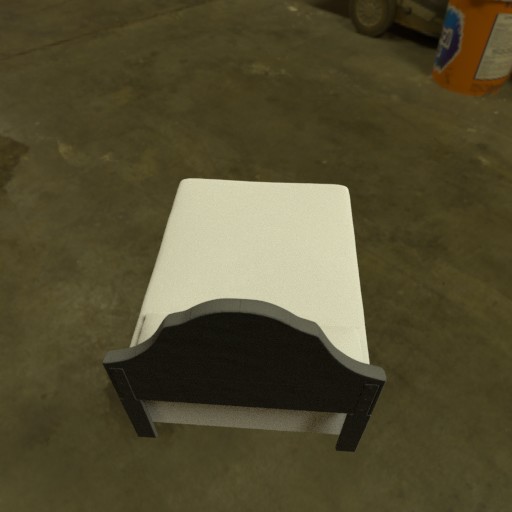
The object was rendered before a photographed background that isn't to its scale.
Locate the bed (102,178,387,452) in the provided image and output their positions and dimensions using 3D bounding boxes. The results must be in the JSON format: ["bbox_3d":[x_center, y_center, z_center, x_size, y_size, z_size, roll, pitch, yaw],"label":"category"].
[{"bbox_3d":[0.000,0.000,3.269,1.636,1.575,2.155,3,47,3],"label":"bed"}]
